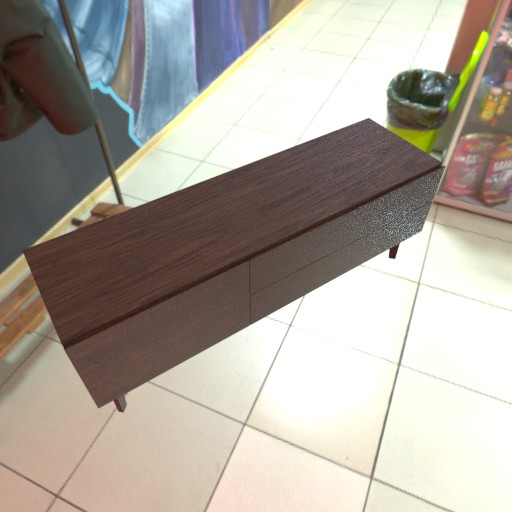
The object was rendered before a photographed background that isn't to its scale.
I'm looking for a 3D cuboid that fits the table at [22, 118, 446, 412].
[{"bbox_3d":[0.000,0.000,1.648,1.397,0.508,0.405,-26,52,-22],"label":"table"}]
